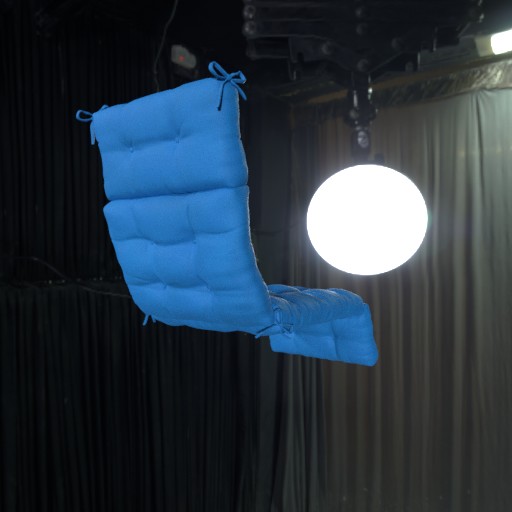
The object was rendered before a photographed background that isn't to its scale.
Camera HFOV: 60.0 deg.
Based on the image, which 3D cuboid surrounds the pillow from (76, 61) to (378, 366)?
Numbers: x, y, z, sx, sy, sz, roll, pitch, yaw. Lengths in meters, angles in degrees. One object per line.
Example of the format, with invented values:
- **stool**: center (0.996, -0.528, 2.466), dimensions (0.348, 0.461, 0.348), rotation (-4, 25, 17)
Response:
- **pillow**: center (0.000, 0.000, 1.488), dimensions (0.526, 0.863, 1.016), rotation (0, 1, 35)
